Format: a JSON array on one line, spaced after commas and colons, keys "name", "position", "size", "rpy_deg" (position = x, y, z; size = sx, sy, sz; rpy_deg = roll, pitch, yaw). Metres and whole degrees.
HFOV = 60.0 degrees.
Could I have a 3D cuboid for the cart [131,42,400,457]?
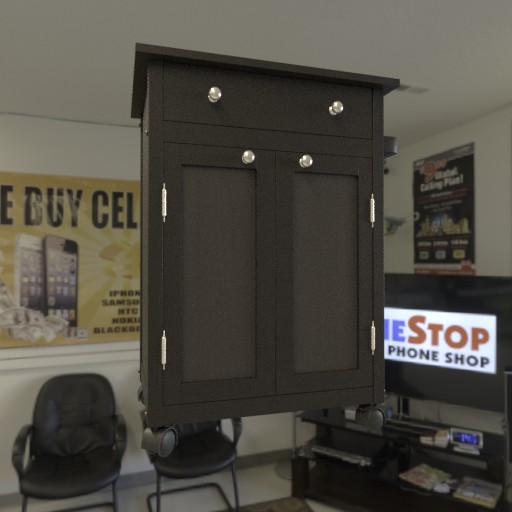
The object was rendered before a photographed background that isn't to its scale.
[{"name": "cart", "position": [0.000, 0.000, 1.226], "size": [0.660, 0.879, 0.456], "rpy_deg": [0, -1, -17]}]
